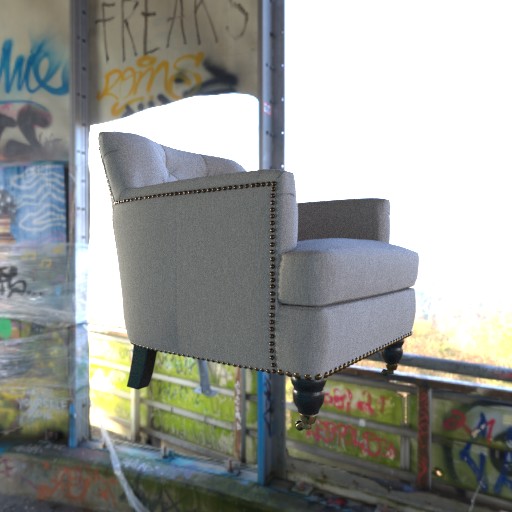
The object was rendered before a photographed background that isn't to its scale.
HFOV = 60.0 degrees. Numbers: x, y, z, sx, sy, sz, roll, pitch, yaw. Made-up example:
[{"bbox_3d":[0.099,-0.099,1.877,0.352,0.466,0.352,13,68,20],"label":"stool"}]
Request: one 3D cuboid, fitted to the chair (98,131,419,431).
[{"bbox_3d":[0.000,0.000,1.481,0.902,0.823,0.737,0,1,36],"label":"chair"}]
